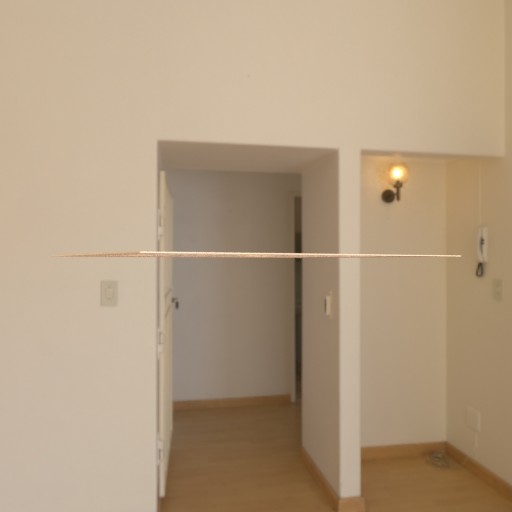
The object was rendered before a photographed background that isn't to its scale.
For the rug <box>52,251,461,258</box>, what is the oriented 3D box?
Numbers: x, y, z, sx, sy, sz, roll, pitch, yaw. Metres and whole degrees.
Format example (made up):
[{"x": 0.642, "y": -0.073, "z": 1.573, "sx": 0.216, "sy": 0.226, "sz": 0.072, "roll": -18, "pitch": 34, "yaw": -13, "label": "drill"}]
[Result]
[{"x": 0.000, "y": 0.000, "z": 2.975, "sx": 2.227, "sy": 0.008, "sz": 1.611, "roll": 0, "pitch": -1, "yaw": -35, "label": "rug"}]
